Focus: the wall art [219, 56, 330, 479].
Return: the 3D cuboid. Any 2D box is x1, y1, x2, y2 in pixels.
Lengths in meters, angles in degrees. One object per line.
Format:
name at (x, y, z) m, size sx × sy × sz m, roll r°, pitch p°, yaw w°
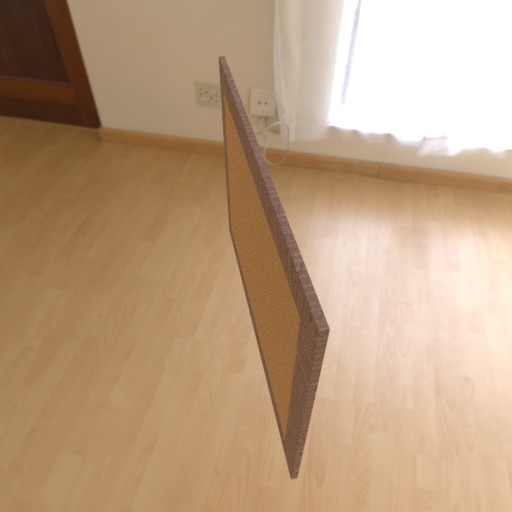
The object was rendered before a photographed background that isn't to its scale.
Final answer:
wall art at (0.000, 0.000, 1.340) m, size 0.020 × 0.761 × 1.056 m, roll -9°, pitch 48°, yaw -8°
